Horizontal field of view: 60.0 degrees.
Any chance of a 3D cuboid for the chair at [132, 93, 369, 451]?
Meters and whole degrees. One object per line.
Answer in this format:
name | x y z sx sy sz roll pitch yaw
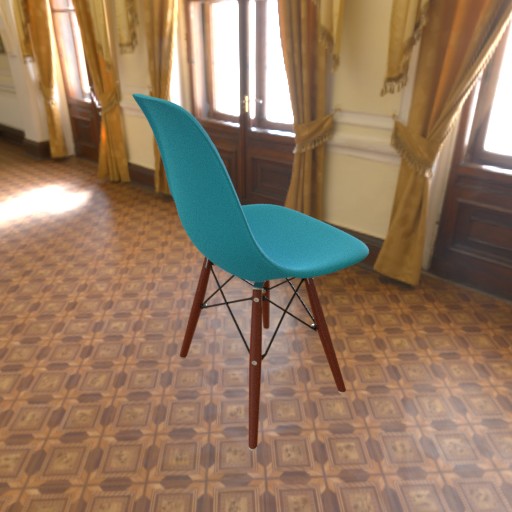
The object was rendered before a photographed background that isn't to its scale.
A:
chair | 0.000 0.000 1.161 0.533 0.826 0.470 -17 31 -31
